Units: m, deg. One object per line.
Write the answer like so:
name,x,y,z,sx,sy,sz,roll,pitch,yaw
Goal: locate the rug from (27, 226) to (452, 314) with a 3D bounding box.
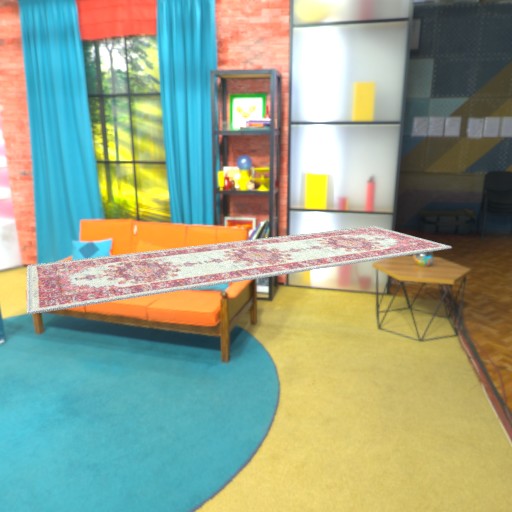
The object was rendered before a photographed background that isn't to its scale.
rug,0.000,0.000,1.972,1.824,0.009,0.562,-8,17,-25
